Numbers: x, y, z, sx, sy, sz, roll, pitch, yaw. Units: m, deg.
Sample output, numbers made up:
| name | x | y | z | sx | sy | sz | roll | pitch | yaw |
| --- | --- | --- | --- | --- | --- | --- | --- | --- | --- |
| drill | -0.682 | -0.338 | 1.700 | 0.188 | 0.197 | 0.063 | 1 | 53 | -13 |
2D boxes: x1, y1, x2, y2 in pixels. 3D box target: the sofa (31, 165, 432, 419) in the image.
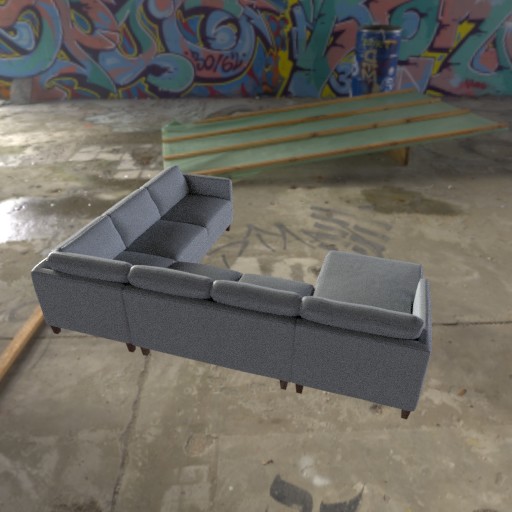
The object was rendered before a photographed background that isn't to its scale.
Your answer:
| name | x | y | z | sx | sy | sz | roll | pitch | yaw |
| --- | --- | --- | --- | --- | --- | --- | --- | --- | --- |
| sofa | 0.000 | 0.000 | 4.460 | 3.238 | 0.853 | 2.551 | 9 | 32 | 15 |
